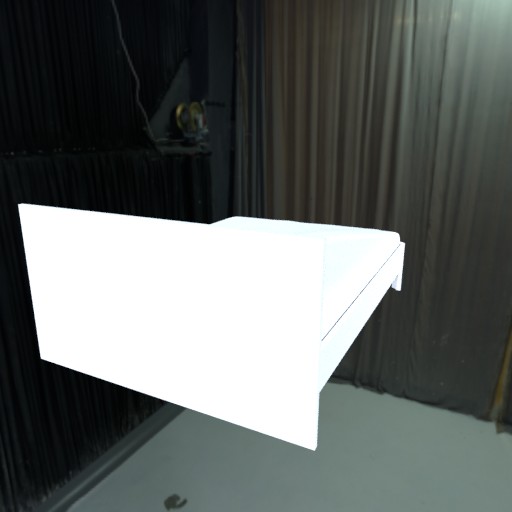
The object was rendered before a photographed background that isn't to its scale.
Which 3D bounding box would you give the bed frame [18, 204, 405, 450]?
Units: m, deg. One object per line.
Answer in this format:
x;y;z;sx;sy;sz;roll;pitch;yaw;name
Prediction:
0.000;0.000;2.683;1.490;0.800;1.950;8;18;26;bed frame
